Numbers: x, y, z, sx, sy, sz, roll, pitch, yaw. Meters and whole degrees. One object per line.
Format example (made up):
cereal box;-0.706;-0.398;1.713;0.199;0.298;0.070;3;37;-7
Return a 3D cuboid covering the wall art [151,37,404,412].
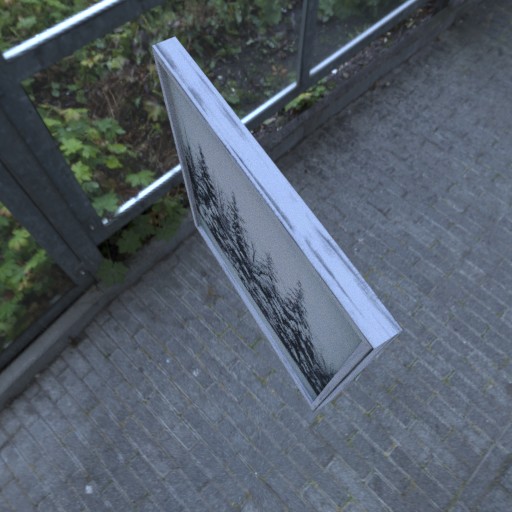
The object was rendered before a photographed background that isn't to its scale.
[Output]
wall art;0.000;0.000;0.761;0.038;0.506;0.506;-29;67;-13
